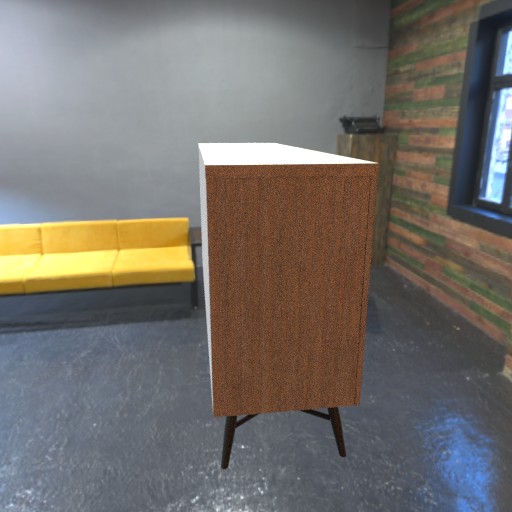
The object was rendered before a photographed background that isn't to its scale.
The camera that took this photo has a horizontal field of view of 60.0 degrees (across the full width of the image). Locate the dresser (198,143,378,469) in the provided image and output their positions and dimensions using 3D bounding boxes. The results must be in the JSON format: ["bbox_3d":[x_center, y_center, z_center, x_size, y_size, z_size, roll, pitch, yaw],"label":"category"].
[{"bbox_3d":[0.000,0.000,1.955,0.457,0.914,1.524,-2,16,-7],"label":"dresser"}]
